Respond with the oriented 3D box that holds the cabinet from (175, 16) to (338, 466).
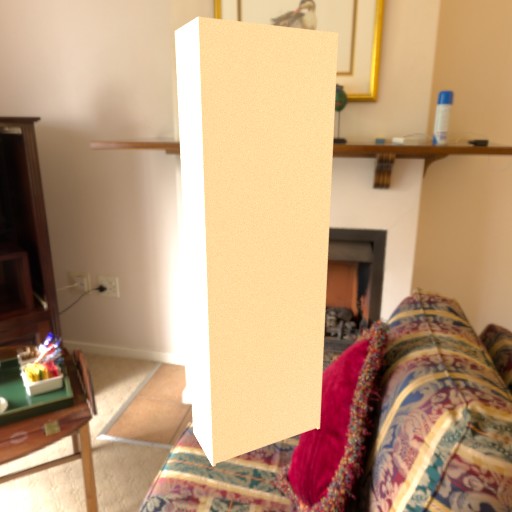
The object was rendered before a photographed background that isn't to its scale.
[{"bbox_3d":[0.000,0.000,1.779,0.520,1.630,0.255,-8,18,-26],"label":"cabinet"}]
